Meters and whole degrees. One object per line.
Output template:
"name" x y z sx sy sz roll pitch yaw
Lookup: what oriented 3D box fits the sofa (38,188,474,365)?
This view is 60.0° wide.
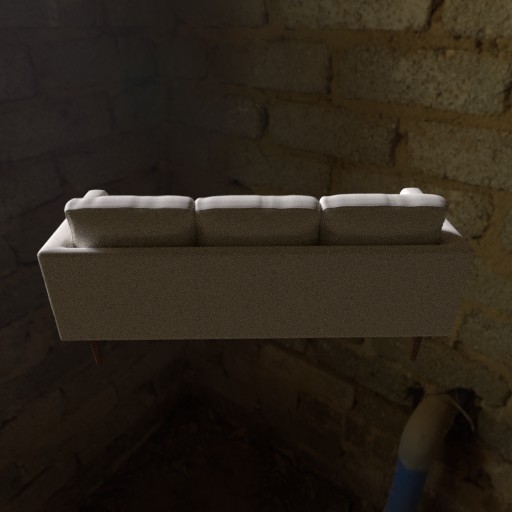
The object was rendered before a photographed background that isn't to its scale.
"sofa" 0.000 0.000 2.493 2.029 0.912 0.802 -1 30 -1
